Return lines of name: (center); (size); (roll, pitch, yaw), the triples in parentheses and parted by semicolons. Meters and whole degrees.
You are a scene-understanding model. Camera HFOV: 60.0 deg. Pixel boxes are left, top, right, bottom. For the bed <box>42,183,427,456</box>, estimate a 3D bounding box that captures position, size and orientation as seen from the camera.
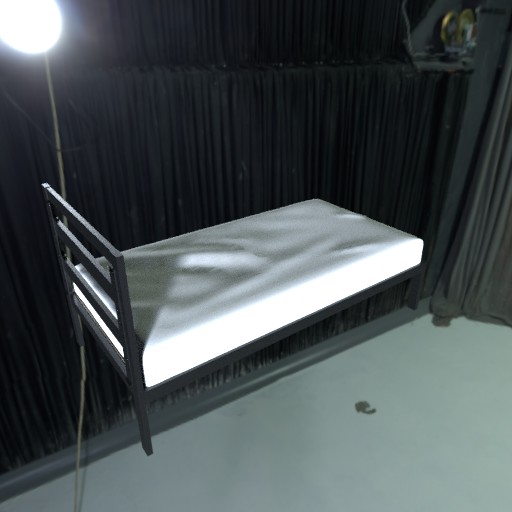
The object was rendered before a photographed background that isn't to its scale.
bed: (0.000, 0.000, 2.561); (1.930, 0.967, 0.991); (-19, 32, -32)
